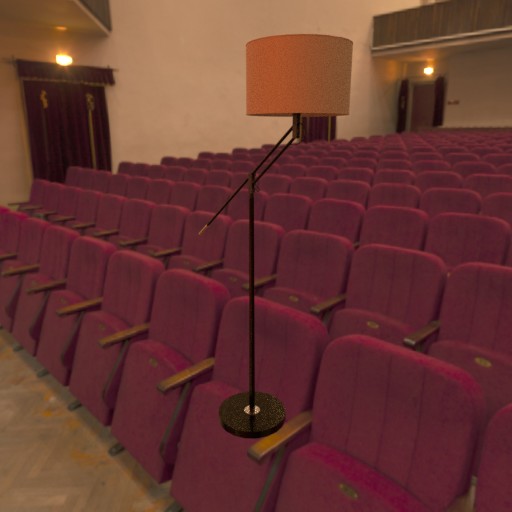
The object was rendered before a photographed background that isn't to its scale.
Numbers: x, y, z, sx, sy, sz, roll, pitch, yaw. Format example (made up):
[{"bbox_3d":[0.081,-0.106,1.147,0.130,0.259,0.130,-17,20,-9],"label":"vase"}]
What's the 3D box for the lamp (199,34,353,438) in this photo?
[{"bbox_3d":[0.000,0.000,1.924,0.373,1.635,0.809,-14,21,-42],"label":"lamp"}]
